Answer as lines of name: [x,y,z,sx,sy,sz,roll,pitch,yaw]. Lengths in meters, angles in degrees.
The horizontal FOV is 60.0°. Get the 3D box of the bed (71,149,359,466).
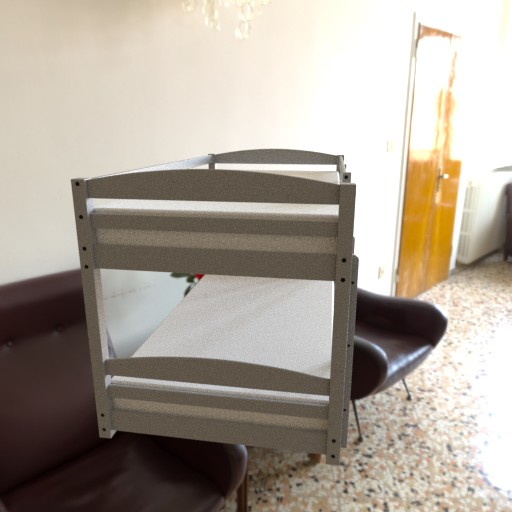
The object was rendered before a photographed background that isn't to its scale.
bed: [0.000,0.000,2.715,1.105,1.206,2.013,3,16,9]
